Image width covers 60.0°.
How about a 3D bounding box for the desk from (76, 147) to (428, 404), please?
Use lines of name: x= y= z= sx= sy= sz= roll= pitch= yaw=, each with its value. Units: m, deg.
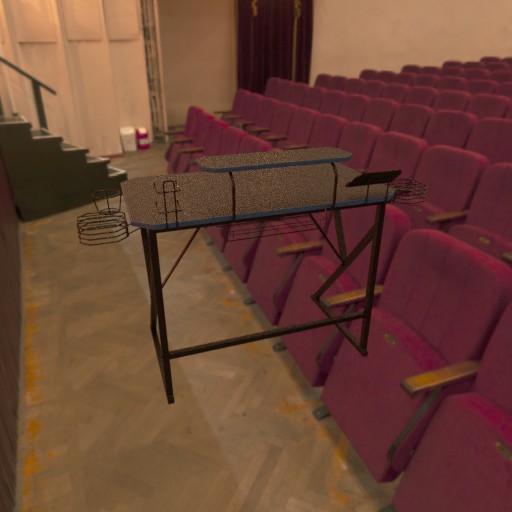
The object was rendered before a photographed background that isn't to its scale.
desk: x=0.000 y=0.000 z=1.832 sx=1.295 sy=0.909 sz=0.594 roll=-9 pitch=27 yaw=-17
